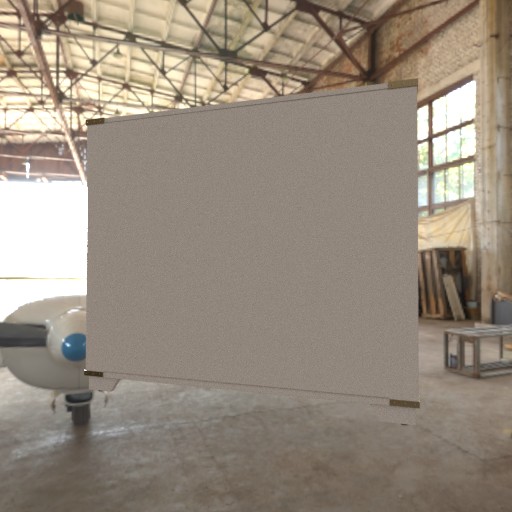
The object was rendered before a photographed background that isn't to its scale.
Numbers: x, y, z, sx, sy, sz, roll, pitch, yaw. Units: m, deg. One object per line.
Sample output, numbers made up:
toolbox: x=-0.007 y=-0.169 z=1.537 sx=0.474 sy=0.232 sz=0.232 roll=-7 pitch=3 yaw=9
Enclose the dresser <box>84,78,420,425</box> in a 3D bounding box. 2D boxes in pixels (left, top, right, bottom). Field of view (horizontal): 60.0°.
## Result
dresser: x=0.000 y=0.000 z=1.498 sx=1.022 sy=0.891 sz=0.460 roll=0 pitch=-1 yaw=19
